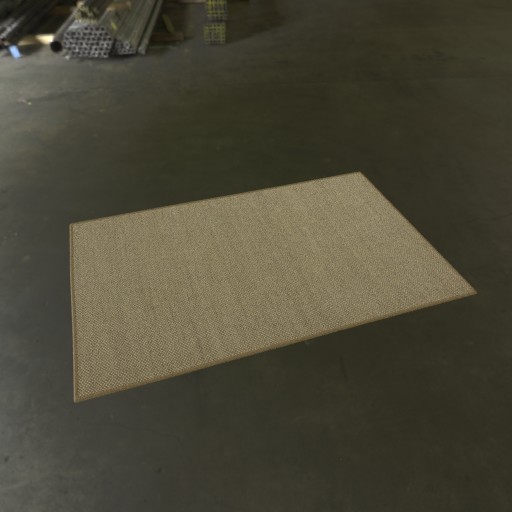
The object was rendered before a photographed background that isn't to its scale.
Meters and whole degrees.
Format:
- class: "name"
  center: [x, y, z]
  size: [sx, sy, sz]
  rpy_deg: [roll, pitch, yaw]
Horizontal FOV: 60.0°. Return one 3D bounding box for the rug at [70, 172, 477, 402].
- class: "rug"
  center: [0.000, 0.000, 2.091]
  size: [1.667, 0.013, 1.062]
  rpy_deg: [-12, 43, -13]
